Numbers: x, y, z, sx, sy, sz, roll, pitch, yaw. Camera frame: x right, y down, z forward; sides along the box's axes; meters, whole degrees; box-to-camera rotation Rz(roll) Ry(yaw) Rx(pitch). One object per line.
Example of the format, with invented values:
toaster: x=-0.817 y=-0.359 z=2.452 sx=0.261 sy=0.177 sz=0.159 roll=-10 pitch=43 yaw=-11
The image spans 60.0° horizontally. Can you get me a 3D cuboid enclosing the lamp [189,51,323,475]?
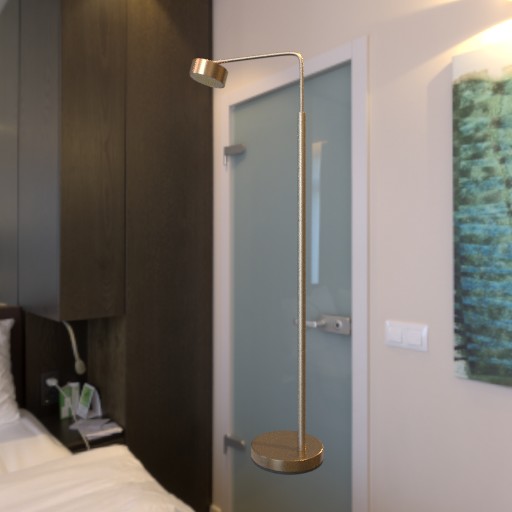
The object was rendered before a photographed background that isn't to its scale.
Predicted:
lamp: x=0.000 y=0.000 z=1.384 sx=0.418 sy=1.230 sz=0.219 roll=0 pitch=0 yaw=17
